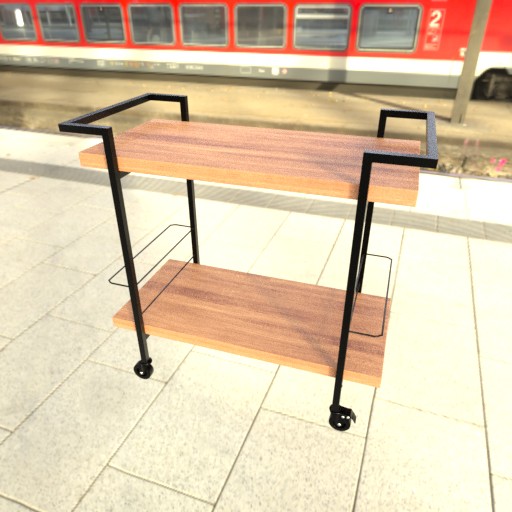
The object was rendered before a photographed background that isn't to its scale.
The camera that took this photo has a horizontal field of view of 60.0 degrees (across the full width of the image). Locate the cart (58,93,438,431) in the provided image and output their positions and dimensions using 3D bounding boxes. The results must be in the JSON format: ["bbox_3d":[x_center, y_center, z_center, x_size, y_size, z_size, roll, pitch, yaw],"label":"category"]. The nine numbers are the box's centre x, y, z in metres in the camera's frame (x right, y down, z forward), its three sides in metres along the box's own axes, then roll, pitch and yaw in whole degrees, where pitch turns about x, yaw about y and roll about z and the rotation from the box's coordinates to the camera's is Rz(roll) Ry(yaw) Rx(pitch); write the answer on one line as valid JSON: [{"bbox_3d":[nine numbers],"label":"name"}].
[{"bbox_3d":[0.000,0.000,1.243,0.806,0.762,0.406,9,32,16],"label":"cart"}]
